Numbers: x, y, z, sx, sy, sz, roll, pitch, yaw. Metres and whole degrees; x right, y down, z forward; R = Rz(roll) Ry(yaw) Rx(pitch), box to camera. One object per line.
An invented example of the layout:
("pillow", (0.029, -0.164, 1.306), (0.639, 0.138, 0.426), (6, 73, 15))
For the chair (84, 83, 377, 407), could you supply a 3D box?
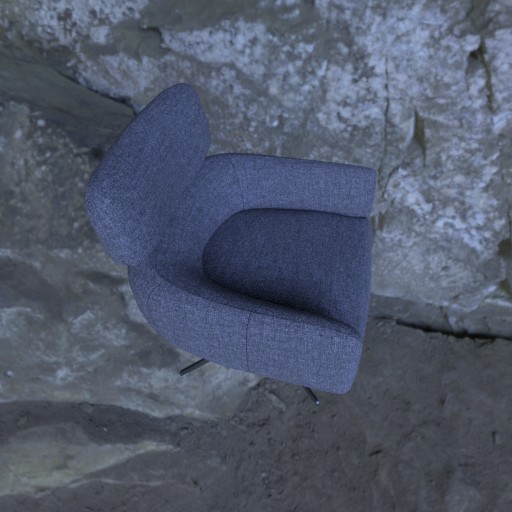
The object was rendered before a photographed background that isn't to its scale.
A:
("chair", (0.000, 0.000, 1.353), (0.715, 0.812, 0.706), (10, 47, 9))
